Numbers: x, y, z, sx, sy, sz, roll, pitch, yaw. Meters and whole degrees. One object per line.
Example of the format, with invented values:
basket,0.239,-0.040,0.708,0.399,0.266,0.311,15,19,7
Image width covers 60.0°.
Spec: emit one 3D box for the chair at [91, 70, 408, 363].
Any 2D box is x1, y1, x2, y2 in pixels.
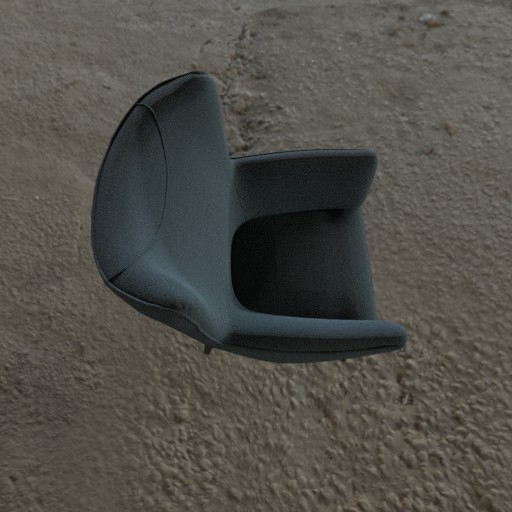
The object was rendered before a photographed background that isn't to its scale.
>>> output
chair,0.000,0.000,1.560,0.888,0.933,0.781,0,62,0
